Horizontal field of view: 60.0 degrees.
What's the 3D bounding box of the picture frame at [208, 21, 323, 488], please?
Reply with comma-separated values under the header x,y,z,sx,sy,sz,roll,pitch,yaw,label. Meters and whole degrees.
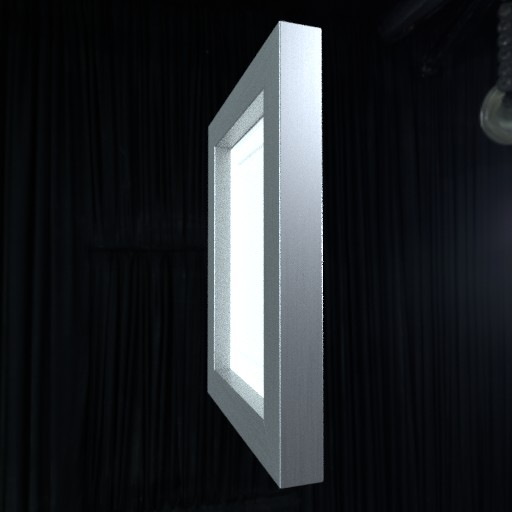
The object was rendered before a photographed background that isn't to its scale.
x,y,z,sx,sy,sz,roll,pitch,yaw,label
0.000,0.000,0.276,0.028,0.208,0.157,0,-2,-18,picture frame
